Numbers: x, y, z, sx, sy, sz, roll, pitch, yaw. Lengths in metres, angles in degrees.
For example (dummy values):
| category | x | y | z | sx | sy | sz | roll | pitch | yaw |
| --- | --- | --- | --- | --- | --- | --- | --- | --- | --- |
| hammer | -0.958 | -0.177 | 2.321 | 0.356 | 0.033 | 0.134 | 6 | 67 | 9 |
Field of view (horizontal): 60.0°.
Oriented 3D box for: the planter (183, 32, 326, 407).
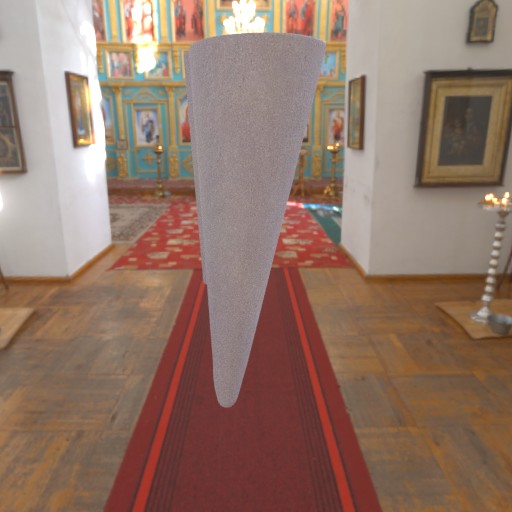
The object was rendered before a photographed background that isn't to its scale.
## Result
| category | x | y | z | sx | sy | sz | roll | pitch | yaw |
| --- | --- | --- | --- | --- | --- | --- | --- | --- | --- |
| planter | 0.000 | 0.000 | 0.300 | 0.087 | 0.259 | 0.078 | 14 | 20 | 42 |
